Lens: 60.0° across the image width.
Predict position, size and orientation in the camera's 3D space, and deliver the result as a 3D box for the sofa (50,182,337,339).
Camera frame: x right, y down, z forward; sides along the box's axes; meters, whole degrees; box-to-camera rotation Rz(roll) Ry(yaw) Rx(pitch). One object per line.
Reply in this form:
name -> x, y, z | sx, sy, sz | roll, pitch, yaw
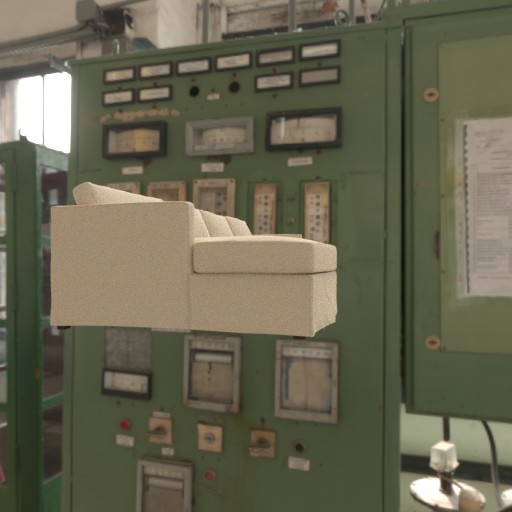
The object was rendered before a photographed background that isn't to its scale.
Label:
sofa -> 0.000, 0.000, 3.930 | 1.650, 0.922, 3.205 | 0, -1, 17
